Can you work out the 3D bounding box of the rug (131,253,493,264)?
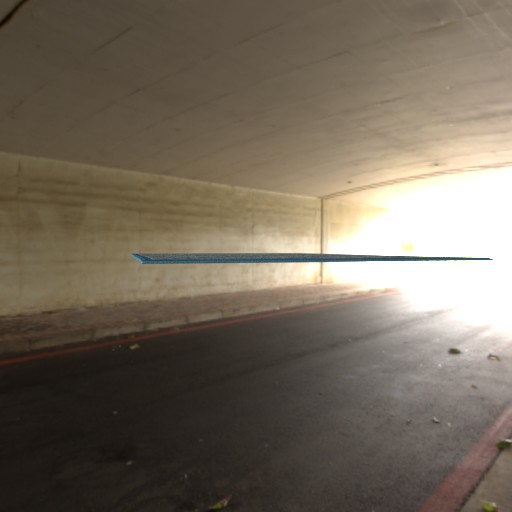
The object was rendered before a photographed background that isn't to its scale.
[{"bbox_3d":[0.000,0.000,2.273,1.211,0.012,1.833,0,1,-17],"label":"rug"}]
